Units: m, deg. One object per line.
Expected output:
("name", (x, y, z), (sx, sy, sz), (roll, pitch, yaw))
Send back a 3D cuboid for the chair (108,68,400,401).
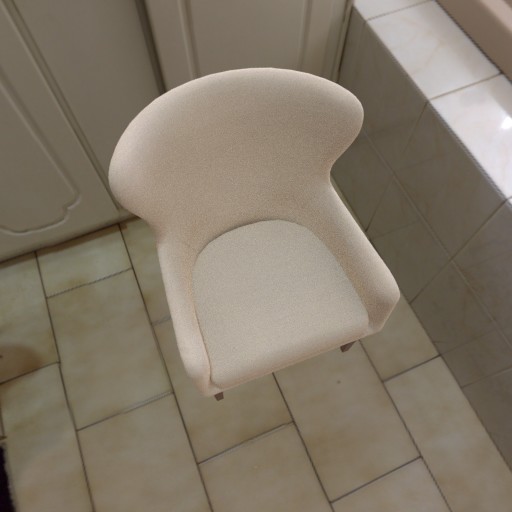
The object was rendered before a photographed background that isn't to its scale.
("chair", (0.000, 0.000, 1.520), (0.696, 0.990, 0.744), (-19, 66, -9))
